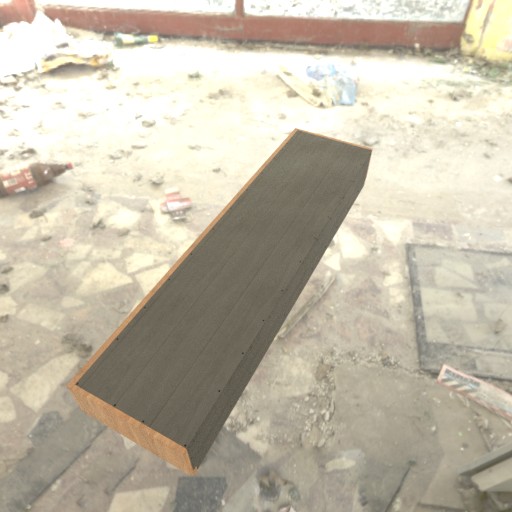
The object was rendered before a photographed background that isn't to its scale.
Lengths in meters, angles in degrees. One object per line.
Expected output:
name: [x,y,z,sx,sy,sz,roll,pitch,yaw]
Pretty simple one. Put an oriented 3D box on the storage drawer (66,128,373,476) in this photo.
storage drawer: [0.000,0.000,2.258,0.538,0.264,2.032,21,50,19]
